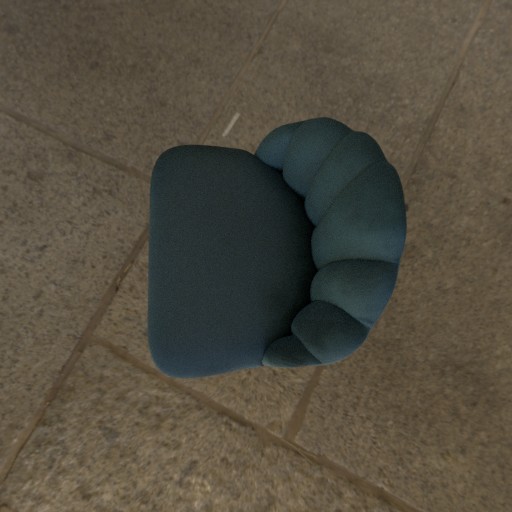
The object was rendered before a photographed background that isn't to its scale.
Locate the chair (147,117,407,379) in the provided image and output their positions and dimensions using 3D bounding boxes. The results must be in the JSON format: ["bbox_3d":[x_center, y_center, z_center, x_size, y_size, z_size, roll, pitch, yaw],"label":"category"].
[{"bbox_3d":[0.000,0.000,1.263,0.599,0.819,0.657,-2,77,0],"label":"chair"}]
